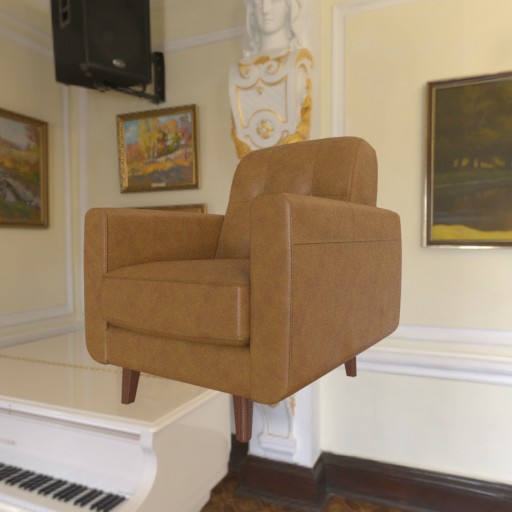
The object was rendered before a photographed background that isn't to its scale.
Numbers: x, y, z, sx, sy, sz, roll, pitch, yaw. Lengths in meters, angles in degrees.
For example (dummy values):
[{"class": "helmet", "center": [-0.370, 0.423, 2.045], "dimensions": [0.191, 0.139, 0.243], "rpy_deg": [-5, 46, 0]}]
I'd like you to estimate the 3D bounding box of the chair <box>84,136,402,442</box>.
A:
[{"class": "chair", "center": [0.000, 0.000, 1.650], "dimensions": [0.845, 0.968, 0.942], "rpy_deg": [1, 1, 35]}]
